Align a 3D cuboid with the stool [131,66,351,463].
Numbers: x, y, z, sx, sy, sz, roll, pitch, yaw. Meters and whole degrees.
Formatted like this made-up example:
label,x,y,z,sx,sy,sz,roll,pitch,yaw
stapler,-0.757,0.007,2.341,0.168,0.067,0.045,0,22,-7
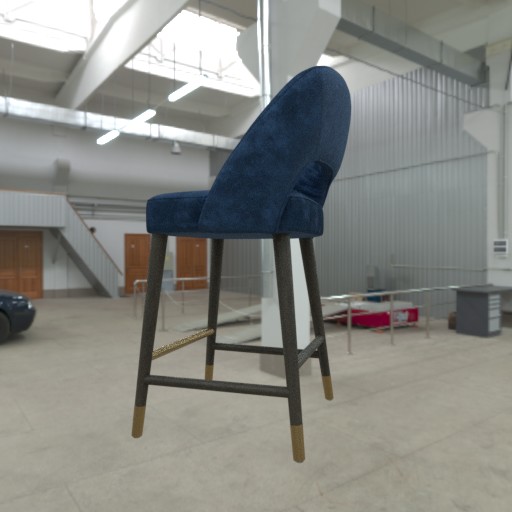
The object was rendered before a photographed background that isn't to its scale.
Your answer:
label,x,y,z,sx,sy,sz,roll,pitch,yaw
stool,0.000,0.000,1.262,0.524,0.925,0.536,0,1,18
